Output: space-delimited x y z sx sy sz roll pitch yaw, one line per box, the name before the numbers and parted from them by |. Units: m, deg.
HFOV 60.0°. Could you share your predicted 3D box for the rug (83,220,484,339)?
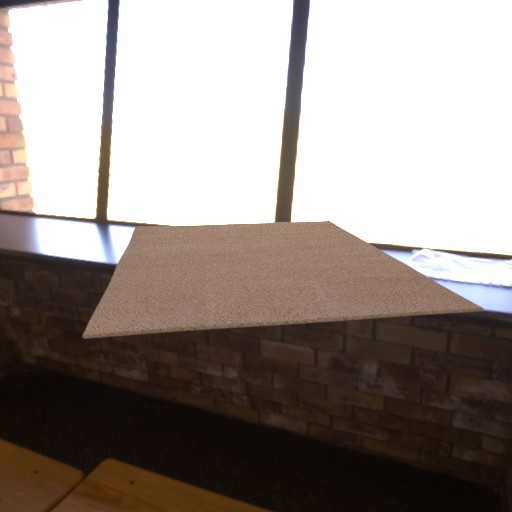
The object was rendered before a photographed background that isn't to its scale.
rug | 0.000 0.000 4.018 2.400 0.025 3.000 -2 15 -9
